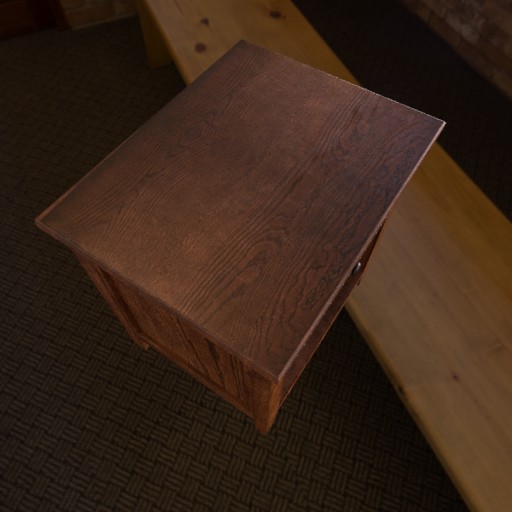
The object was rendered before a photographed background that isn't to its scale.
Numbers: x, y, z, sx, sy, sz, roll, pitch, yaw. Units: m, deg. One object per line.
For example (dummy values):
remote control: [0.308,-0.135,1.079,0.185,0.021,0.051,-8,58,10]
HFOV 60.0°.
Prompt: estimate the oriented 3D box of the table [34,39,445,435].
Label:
table: [0.000,0.000,1.018,0.461,0.597,0.586,30,63,17]
